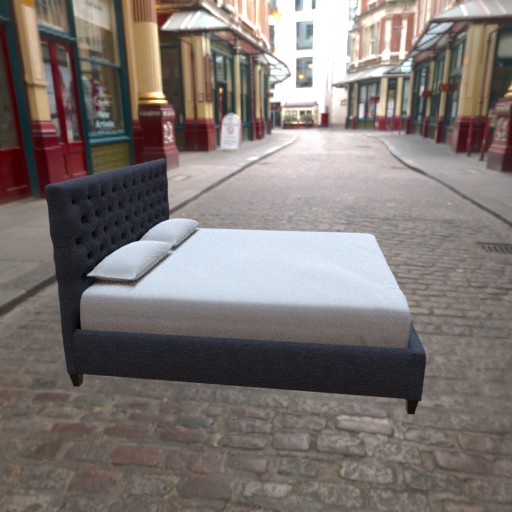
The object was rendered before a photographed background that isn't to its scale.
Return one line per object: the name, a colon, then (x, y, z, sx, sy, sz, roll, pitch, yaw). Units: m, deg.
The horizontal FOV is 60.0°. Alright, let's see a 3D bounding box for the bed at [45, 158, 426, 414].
bed: (0.000, 0.000, 3.721, 2.387, 1.427, 2.078, 2, 17, 8)
